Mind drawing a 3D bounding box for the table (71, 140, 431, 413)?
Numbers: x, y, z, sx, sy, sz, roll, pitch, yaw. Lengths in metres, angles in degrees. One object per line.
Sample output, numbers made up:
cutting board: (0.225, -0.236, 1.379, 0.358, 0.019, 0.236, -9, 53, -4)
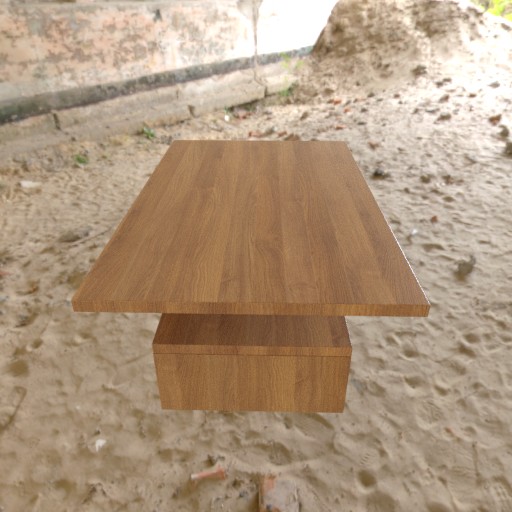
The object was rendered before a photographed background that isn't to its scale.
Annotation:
table: (0.000, 0.000, 1.446, 0.700, 0.442, 1.100, 1, 31, 1)
